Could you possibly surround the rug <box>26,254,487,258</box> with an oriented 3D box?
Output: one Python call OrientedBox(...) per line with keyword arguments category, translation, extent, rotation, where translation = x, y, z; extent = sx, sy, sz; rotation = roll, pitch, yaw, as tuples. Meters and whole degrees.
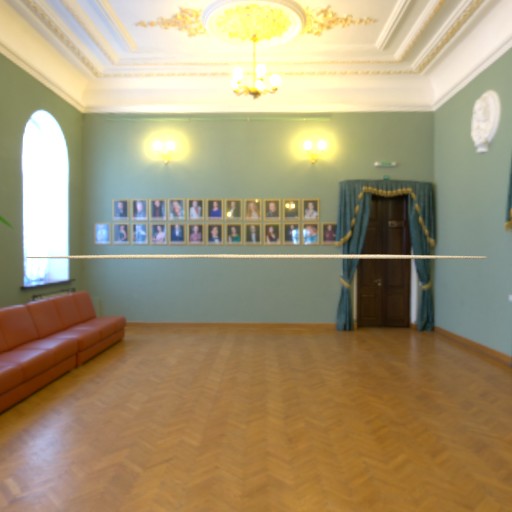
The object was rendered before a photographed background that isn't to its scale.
OrientedBox(category="rug", translation=(0.000, 0.000, 4.088), extent=(3.009, 0.019, 2.423), rotation=(0, 0, -1))
